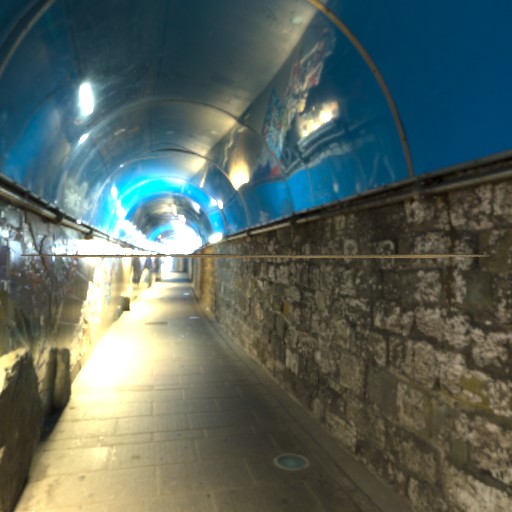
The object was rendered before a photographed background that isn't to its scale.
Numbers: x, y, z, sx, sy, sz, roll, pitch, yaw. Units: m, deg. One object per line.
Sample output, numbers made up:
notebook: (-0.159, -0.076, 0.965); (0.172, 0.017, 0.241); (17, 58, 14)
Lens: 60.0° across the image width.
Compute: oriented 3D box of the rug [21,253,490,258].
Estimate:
rug: (0.000, 0.000, 2.680); (2.439, 0.013, 0.762); (0, -1, -1)
